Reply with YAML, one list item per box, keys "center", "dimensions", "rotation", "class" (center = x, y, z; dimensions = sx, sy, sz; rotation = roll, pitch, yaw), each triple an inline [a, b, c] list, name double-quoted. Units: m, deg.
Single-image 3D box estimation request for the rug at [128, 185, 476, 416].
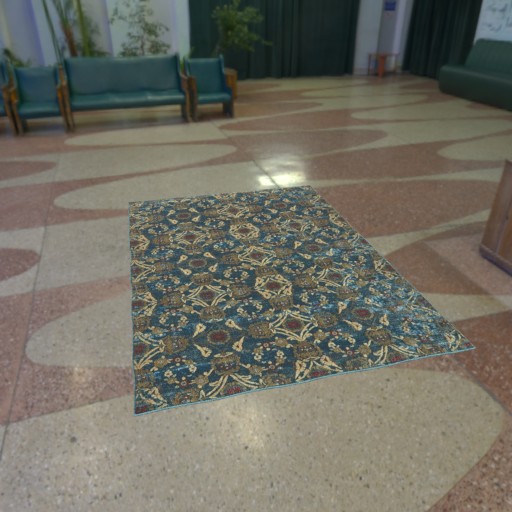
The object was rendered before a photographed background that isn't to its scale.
- center: [0.000, 0.000, 2.839]
  dimensions: [1.567, 0.014, 2.207]
  rotation: [-7, 31, -13]
  class: "rug"
